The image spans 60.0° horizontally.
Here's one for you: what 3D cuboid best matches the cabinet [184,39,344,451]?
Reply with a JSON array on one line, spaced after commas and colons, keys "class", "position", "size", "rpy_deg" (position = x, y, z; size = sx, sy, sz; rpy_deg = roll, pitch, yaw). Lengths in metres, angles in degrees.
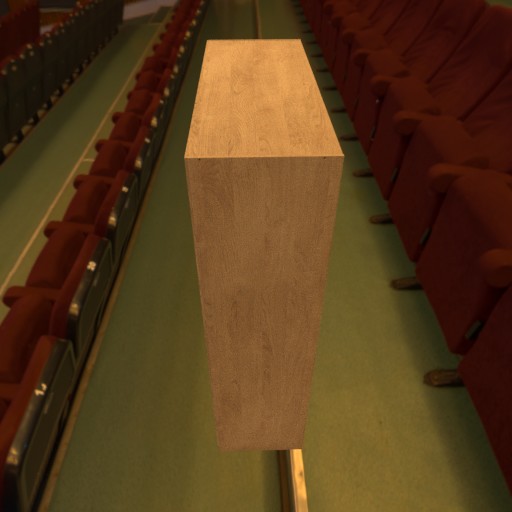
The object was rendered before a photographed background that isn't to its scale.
[{"class": "cabinet", "position": [0.000, 0.000, 2.478], "size": [0.510, 1.910, 1.290], "rpy_deg": [-1, 41, -1]}]
